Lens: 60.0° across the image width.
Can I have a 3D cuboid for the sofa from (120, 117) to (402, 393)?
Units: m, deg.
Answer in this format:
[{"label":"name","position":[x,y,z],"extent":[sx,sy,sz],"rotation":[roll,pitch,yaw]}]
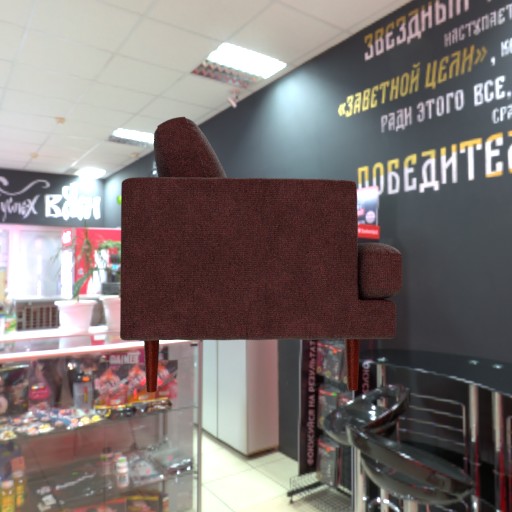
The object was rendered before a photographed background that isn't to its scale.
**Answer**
[{"label":"sofa","position":[0.000,0.000,2.164],"extent":[0.903,0.956,1.582],"rotation":[0,-1,-2]}]
